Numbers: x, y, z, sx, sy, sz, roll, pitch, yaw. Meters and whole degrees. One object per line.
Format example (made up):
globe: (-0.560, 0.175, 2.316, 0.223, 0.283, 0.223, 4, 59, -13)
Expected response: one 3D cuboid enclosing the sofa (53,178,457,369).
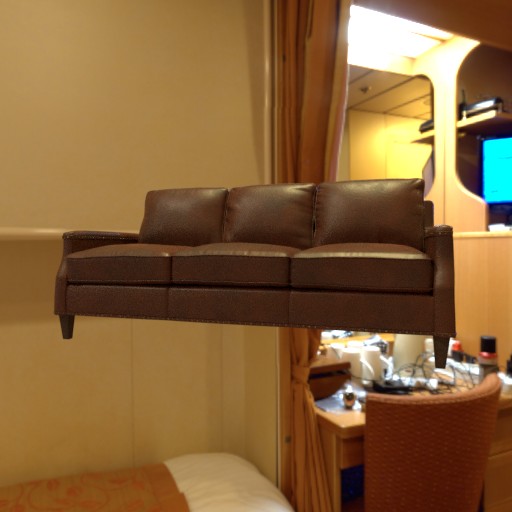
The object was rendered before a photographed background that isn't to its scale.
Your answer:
sofa: (0.000, 0.000, 2.810, 2.240, 1.003, 1.084, 0, 1, 18)
